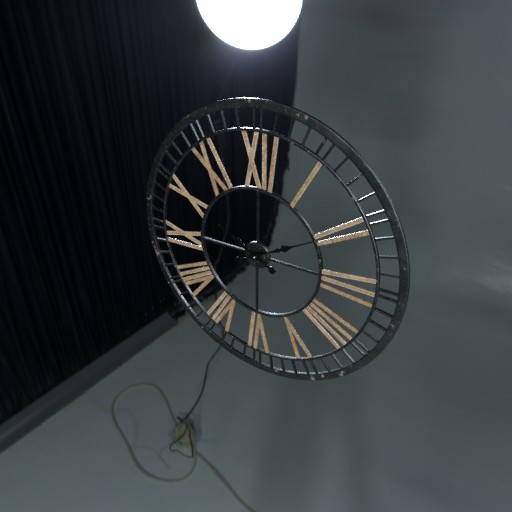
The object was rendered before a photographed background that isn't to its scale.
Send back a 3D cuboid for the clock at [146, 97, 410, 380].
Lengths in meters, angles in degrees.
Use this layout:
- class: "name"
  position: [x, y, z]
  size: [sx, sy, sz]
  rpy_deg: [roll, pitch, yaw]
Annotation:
- class: "clock"
  position: [0.000, 0.000, 1.244]
  size: [0.843, 0.843, 0.025]
  rpy_deg: [17, 34, 28]
